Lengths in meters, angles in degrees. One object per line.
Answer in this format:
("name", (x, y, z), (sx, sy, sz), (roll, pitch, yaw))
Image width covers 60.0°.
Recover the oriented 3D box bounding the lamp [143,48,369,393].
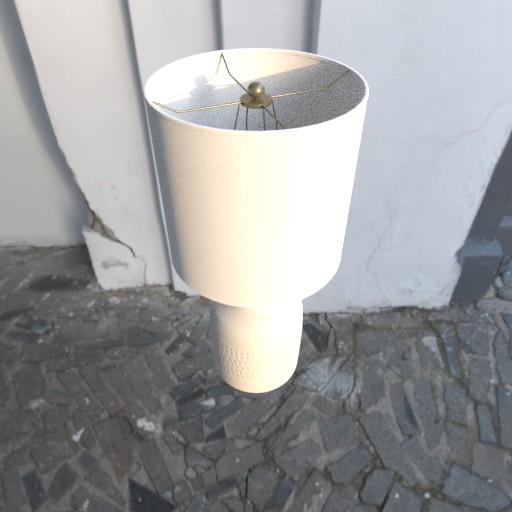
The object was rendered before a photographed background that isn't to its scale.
("lamp", (0.000, 0.000, 0.505), (0.188, 0.392, 0.188), (11, 43, 12))
